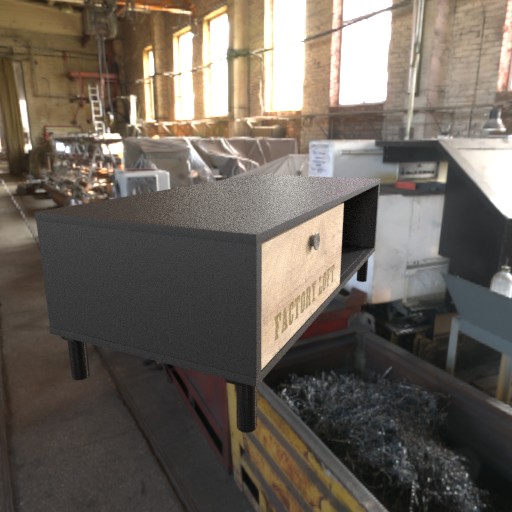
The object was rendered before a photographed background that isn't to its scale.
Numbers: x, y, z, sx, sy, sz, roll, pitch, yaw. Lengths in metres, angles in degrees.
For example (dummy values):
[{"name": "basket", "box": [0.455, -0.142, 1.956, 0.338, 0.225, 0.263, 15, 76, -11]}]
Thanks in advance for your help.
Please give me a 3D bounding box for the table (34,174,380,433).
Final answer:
[{"name": "table", "box": [0.000, 0.000, 1.368, 0.550, 0.400, 1.100, 7, 17, 25]}]
